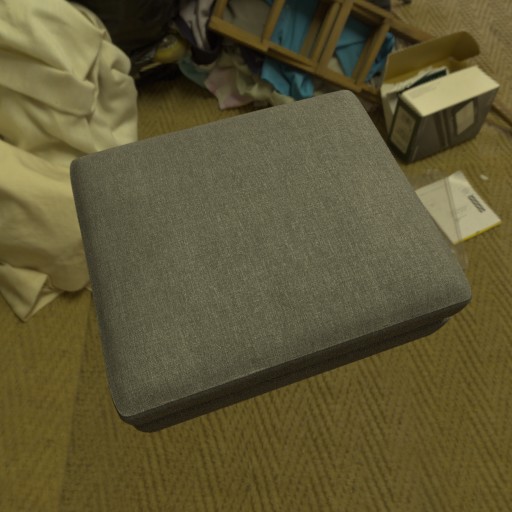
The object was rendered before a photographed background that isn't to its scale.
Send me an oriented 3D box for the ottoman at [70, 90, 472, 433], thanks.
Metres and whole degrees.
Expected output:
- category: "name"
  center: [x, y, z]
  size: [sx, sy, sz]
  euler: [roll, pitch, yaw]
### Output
- category: "ottoman"
  center: [0.000, 0.000, 1.225]
  size: [0.821, 0.474, 0.693]
  euler: [-17, 64, -8]
